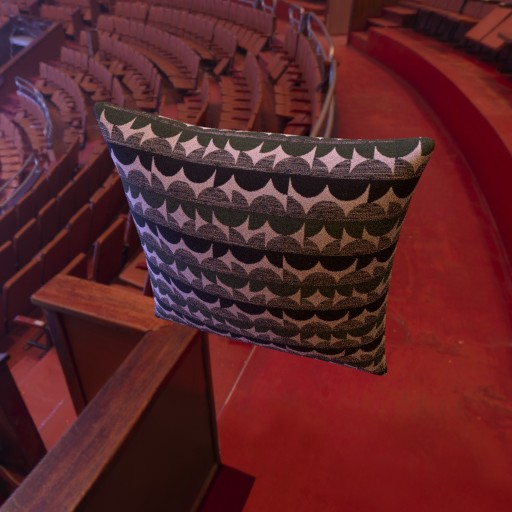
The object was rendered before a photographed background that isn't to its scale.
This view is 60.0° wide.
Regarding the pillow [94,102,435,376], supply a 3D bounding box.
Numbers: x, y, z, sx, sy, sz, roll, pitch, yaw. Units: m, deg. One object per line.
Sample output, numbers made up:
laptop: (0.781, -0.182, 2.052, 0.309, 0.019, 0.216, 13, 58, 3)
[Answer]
pillow: (0.000, 0.000, 0.632, 0.419, 0.404, 0.180, 11, 35, 17)
